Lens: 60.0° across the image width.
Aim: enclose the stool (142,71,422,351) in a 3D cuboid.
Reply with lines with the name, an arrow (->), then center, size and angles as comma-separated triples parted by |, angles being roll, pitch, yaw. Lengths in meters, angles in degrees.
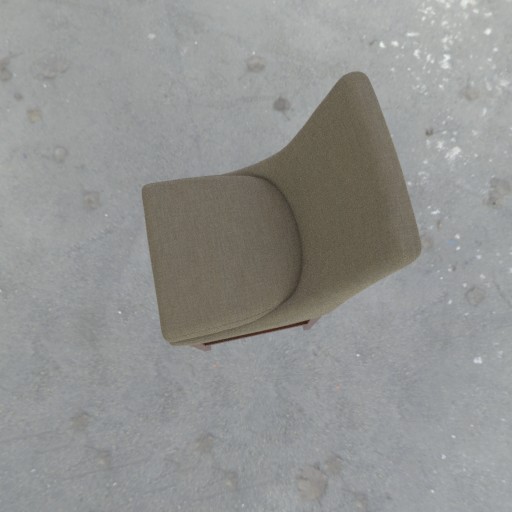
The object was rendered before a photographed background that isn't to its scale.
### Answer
stool -> 0.000, 0.000, 1.355 | 0.577, 1.078, 0.470 | -11, 75, -3
